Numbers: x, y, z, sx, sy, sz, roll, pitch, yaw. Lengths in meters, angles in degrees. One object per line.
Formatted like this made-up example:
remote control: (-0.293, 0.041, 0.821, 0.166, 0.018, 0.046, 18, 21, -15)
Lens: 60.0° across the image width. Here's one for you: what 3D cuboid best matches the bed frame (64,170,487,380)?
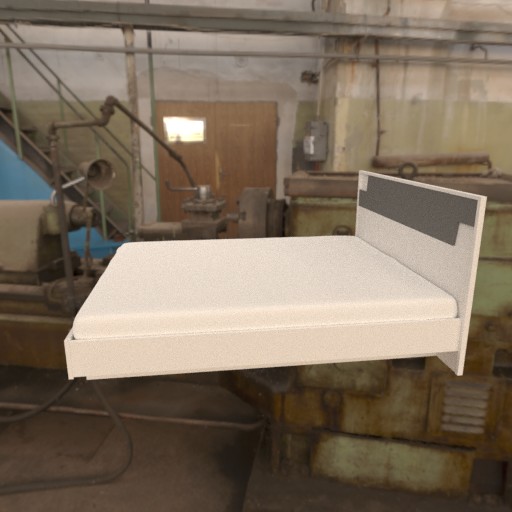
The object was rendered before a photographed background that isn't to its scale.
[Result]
bed frame: (0.000, 0.000, 3.031, 2.100, 1.001, 1.711, -2, 15, -7)
